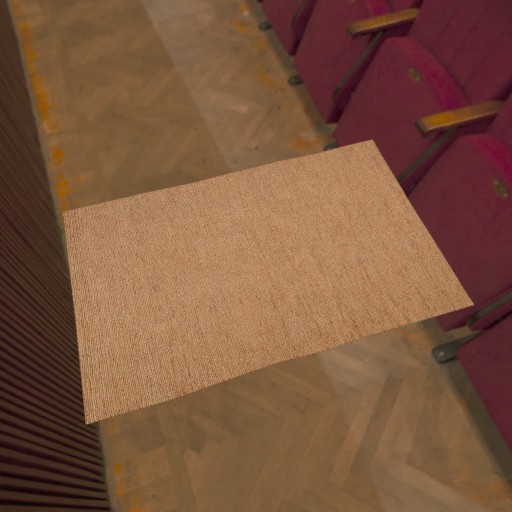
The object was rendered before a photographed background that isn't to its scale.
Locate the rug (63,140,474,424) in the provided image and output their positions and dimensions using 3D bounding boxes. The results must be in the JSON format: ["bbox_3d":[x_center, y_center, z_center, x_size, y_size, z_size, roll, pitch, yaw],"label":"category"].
[{"bbox_3d":[0.000,0.000,3.009,2.439,0.011,1.533,-15,60,-9],"label":"rug"}]
